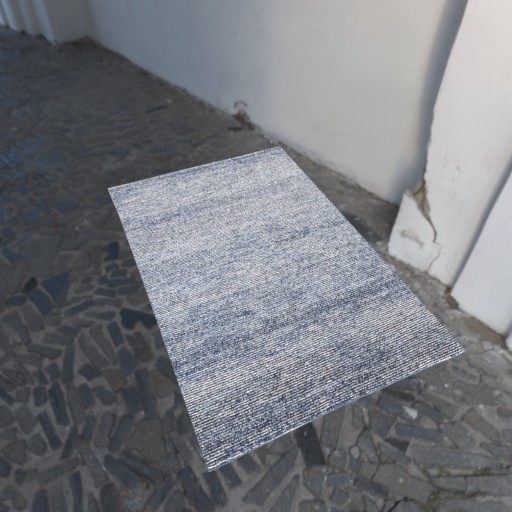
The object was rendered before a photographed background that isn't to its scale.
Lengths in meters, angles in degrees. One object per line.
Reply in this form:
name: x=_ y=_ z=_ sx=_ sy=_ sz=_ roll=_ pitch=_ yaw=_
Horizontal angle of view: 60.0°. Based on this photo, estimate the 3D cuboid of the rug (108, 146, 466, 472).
rug: x=0.000 y=0.000 z=2.217 sx=1.135 sy=0.010 sz=1.740 roll=-18 pitch=48 yaw=-17
